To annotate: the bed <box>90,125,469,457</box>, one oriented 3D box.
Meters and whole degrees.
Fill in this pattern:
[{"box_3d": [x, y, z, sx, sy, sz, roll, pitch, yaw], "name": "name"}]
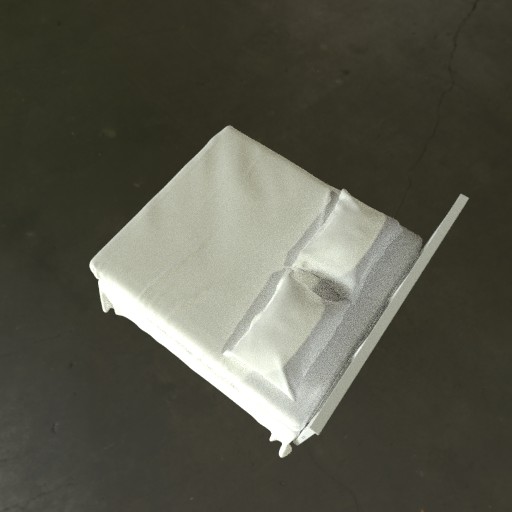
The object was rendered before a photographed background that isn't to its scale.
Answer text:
[{"box_3d": [0.000, 0.000, 3.193, 2.047, 1.269, 1.876, 34, 68, 15], "name": "bed"}]
